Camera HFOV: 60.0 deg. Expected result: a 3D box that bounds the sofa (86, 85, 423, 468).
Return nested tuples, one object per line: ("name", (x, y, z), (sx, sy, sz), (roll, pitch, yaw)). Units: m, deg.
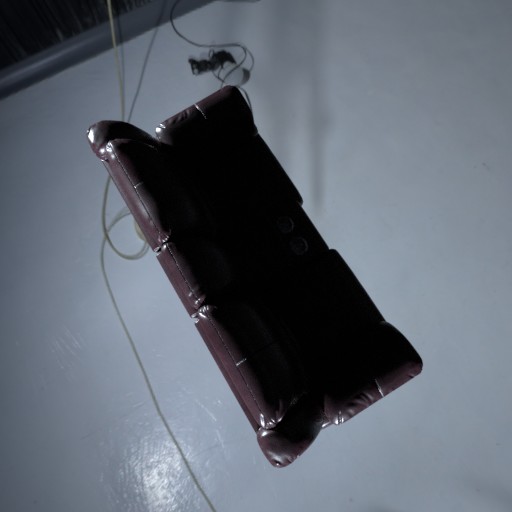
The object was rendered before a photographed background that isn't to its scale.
("sofa", (0.000, 0.000, 2.610), (0.991, 1.043, 2.058), (-30, 78, -7))
